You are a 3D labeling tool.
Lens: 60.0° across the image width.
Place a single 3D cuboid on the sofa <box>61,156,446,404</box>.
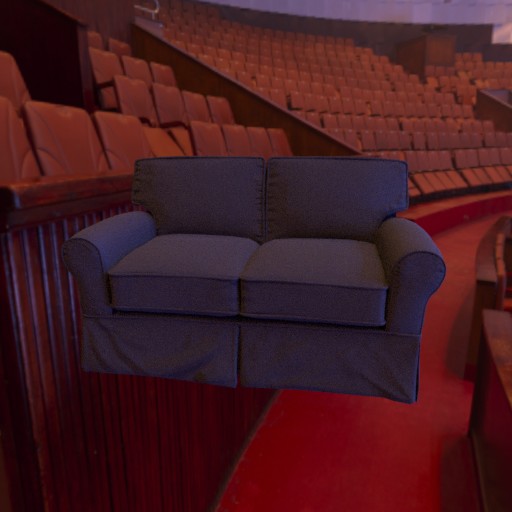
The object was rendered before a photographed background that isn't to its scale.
[{"bbox_3d":[0.000,0.000,2.442,1.801,1.059,0.997,2,14,10],"label":"sofa"}]
